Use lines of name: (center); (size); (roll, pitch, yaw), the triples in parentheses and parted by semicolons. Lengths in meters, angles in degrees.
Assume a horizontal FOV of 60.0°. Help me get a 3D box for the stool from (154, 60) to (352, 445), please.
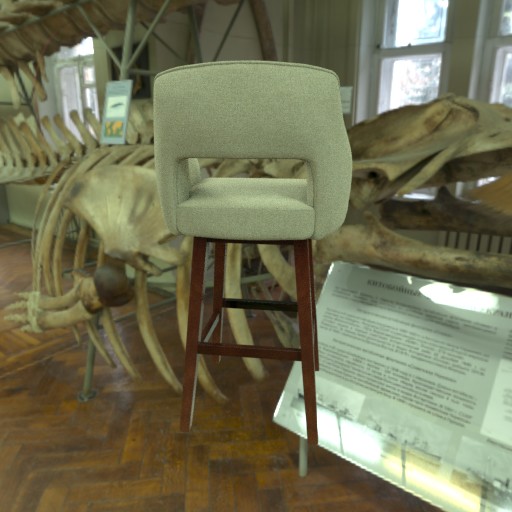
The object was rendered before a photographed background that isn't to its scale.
stool: (0.000, 0.000, 1.367); (0.550, 1.041, 0.560); (2, 16, 8)
